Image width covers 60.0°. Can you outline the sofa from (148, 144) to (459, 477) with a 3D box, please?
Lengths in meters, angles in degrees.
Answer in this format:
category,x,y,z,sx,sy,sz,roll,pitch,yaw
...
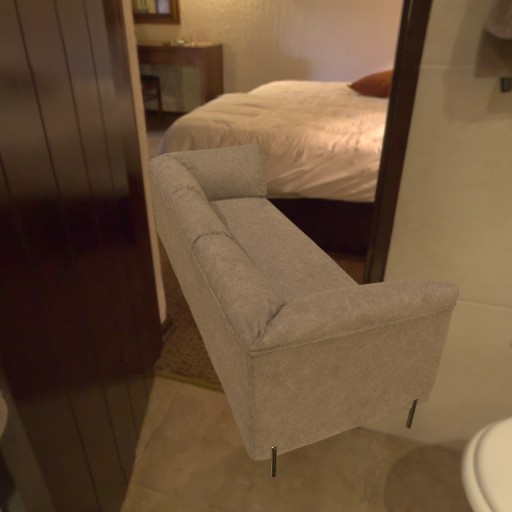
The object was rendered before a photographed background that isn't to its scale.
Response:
category,x,y,z,sx,sy,sz,roll,pitch,yaw
sofa,0.000,0.000,2.623,0.899,0.758,2.238,-10,31,-18
